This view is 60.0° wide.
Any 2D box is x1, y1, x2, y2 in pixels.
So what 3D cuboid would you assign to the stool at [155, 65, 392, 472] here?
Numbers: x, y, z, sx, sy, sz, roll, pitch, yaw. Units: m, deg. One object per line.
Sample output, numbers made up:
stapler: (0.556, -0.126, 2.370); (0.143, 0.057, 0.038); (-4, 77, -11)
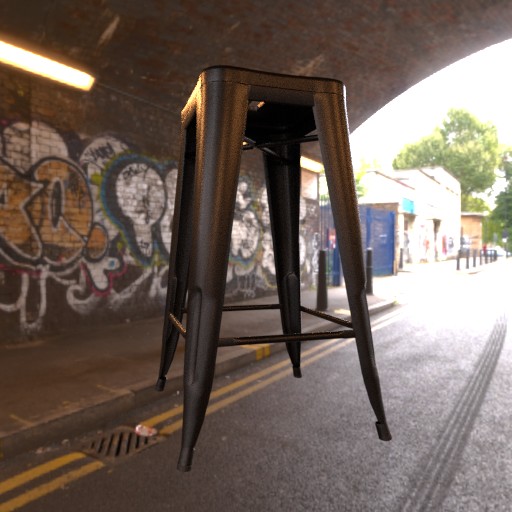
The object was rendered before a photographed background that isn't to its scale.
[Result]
stool: (0.000, 0.000, 0.863); (0.359, 0.609, 0.399); (0, 1, -18)
